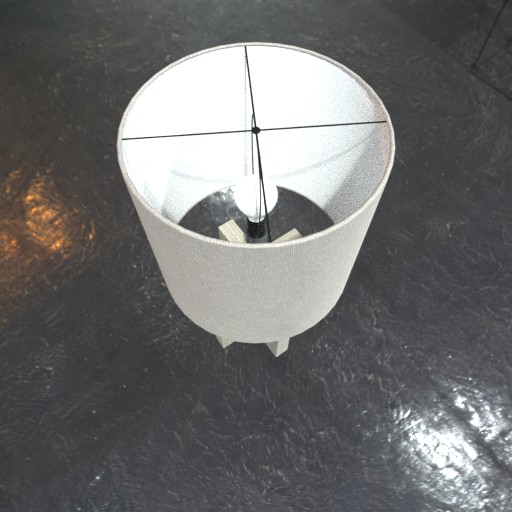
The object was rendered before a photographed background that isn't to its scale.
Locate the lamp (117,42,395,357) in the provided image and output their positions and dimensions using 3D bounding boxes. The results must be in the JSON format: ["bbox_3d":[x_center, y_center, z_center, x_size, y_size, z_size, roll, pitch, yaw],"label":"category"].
[{"bbox_3d":[0.000,0.000,0.553,0.229,0.428,0.229,-32,65,-17],"label":"lamp"}]
